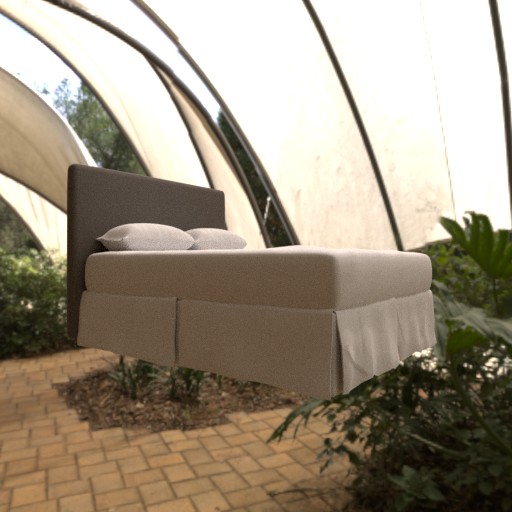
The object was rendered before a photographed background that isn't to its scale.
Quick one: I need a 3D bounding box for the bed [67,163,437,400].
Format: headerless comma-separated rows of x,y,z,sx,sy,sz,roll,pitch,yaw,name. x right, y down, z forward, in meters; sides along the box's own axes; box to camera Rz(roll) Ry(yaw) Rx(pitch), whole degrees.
0.000,0.000,3.220,2.142,1.330,1.723,0,0,36,bed
